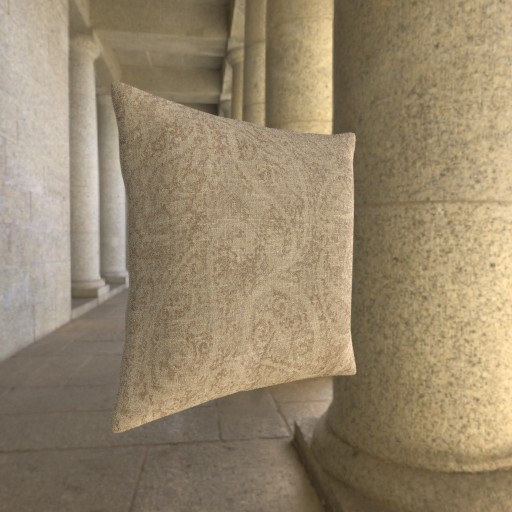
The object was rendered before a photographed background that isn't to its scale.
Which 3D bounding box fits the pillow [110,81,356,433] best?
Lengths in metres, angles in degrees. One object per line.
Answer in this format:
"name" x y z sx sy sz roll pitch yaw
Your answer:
"pillow" 0.000 0.000 0.786 0.523 0.510 0.166 -1 2 -36
